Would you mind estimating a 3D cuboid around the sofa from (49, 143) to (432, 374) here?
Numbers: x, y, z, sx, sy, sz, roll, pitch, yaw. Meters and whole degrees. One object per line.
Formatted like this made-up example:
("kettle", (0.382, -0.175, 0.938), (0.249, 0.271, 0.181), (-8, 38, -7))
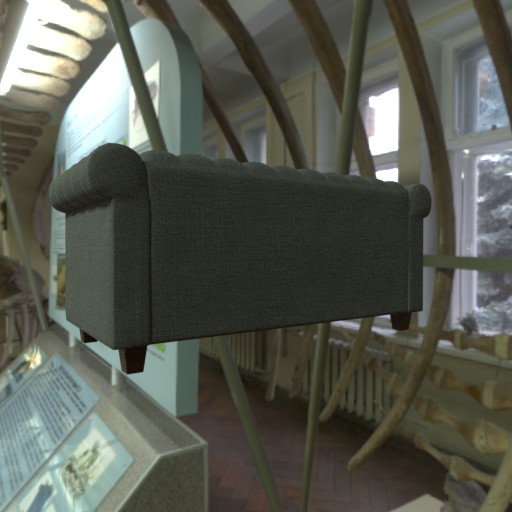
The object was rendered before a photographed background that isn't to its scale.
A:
("sofa", (0.000, 0.000, 2.227), (1.798, 0.797, 0.783), (-1, 1, -34))
